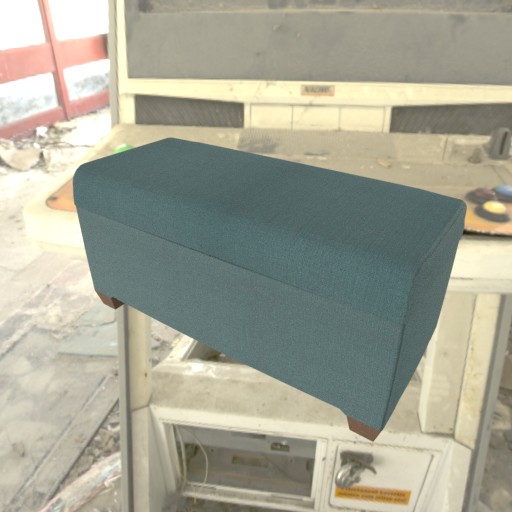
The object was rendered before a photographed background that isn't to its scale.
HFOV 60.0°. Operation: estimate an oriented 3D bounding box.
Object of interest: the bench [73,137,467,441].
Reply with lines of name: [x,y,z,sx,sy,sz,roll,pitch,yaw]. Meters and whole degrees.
bench: [0.000,0.000,1.263,0.995,0.474,0.476,19,35,29]
